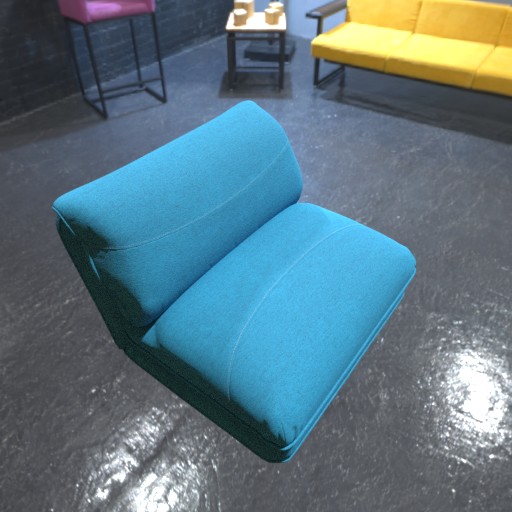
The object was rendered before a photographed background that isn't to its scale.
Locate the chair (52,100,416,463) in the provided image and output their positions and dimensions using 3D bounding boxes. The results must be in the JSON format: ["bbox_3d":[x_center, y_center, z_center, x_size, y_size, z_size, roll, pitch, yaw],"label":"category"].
[{"bbox_3d":[0.000,0.000,1.342,0.780,0.580,0.820,27,48,27],"label":"chair"}]
